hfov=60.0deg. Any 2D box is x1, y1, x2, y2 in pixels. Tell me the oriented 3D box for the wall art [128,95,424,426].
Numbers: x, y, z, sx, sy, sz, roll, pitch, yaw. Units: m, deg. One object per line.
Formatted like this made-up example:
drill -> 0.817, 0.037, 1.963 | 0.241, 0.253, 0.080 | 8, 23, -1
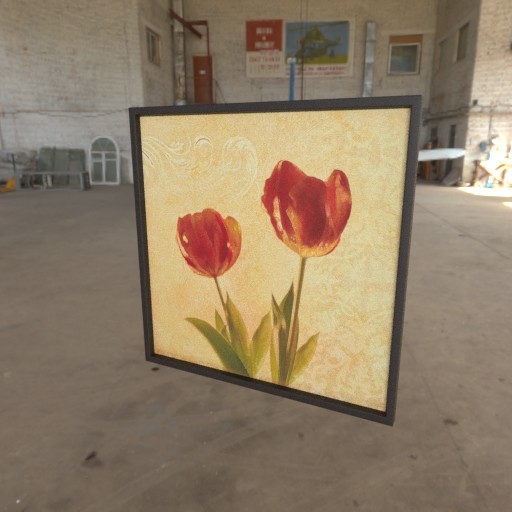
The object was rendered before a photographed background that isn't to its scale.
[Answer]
wall art -> 0.000, 0.000, 1.230 | 0.805, 0.807, 0.043 | 7, 16, 25
